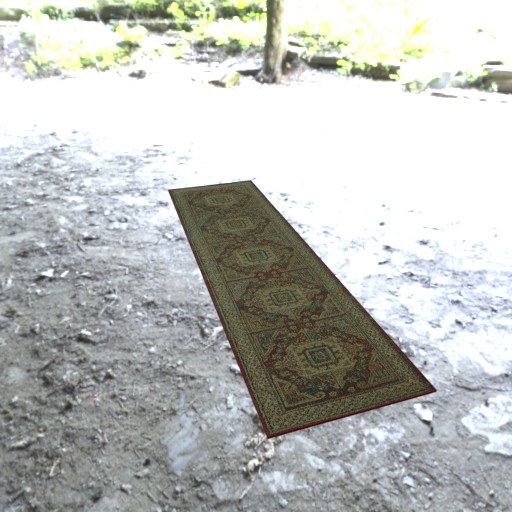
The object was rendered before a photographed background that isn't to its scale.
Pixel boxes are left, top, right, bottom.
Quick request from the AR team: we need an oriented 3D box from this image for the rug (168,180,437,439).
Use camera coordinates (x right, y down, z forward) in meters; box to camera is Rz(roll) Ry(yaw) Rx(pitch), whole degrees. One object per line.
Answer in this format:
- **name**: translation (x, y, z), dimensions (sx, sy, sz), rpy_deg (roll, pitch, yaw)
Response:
- **rug**: translation (0.000, 0.000, 2.480), dimensions (0.659, 0.015, 2.292), rpy_deg (-9, 31, -15)
